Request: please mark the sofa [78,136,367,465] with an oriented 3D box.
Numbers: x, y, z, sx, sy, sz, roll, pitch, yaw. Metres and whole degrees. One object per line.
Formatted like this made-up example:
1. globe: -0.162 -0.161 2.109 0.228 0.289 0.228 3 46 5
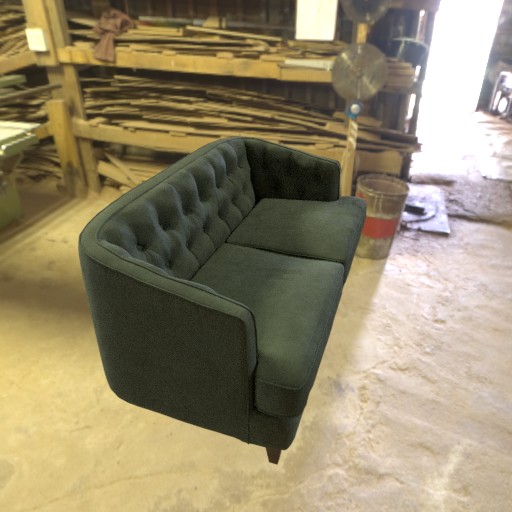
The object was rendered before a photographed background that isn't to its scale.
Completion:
1. sofa: 0.000 0.000 2.271 0.941 0.855 1.733 10 31 17
